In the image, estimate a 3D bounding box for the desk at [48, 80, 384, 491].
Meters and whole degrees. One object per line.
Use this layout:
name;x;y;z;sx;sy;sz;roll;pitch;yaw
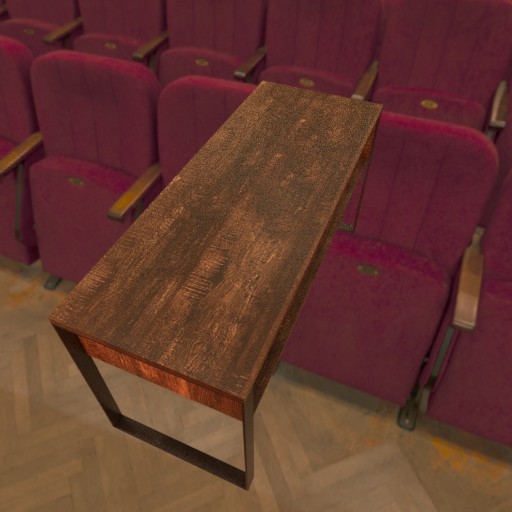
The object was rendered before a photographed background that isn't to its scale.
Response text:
desk;0.000;0.000;1.894;0.599;0.762;1.524;18;50;16
